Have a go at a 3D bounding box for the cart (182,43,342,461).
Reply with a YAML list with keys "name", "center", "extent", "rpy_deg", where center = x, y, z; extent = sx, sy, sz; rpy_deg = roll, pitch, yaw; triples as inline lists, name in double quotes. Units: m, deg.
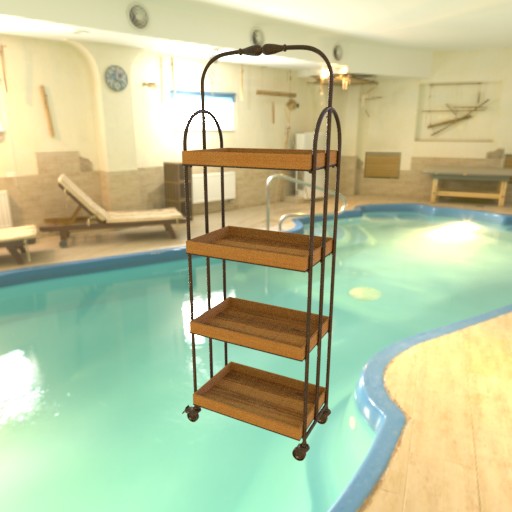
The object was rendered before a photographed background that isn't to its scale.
- name: "cart"
  center: [0.000, 0.000, 1.700]
  extent: [0.581, 1.481, 0.308]
  rpy_deg: [8, 18, 27]
